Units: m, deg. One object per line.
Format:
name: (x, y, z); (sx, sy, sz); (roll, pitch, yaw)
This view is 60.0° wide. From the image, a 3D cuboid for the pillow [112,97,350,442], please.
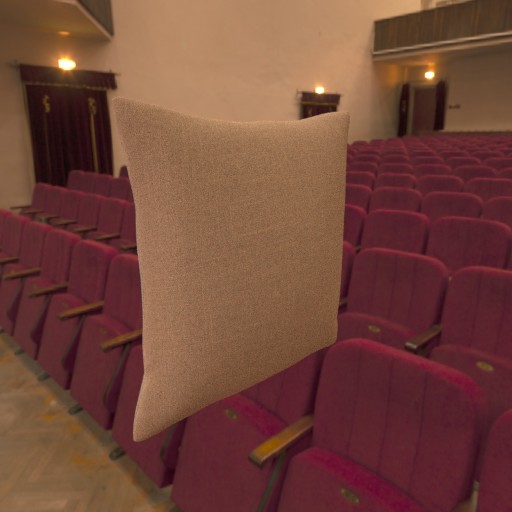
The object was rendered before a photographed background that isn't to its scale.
pillow: (0.000, 0.000, 0.786); (0.512, 0.506, 0.178); (-14, 20, -42)
